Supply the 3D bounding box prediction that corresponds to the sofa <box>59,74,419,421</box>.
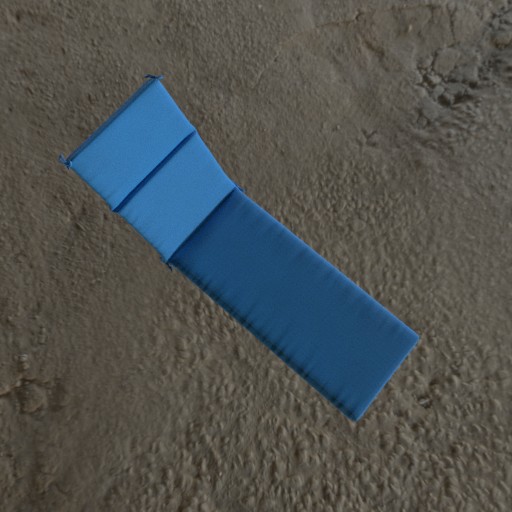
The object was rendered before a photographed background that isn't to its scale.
[{"bbox_3d":[0.000,0.000,1.979,1.663,0.622,0.582,40,80,9],"label":"sofa"}]
